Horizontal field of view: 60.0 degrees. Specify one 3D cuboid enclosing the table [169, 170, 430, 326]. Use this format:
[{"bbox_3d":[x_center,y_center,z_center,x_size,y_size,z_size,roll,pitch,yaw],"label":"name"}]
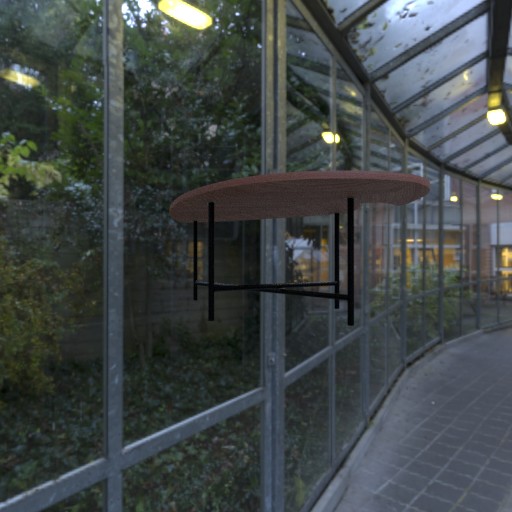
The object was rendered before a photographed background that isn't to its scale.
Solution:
[{"bbox_3d":[0.000,0.000,1.477,0.598,0.360,1.199,0,0,-36],"label":"table"}]
